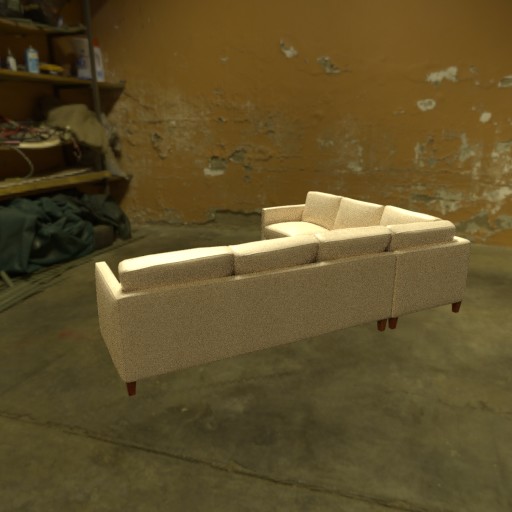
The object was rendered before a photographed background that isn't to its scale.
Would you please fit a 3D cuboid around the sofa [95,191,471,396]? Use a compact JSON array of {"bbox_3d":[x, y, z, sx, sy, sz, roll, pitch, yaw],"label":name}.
[{"bbox_3d":[0.000,0.000,4.605,3.302,0.947,2.593,-8,18,-26],"label":"sofa"}]
